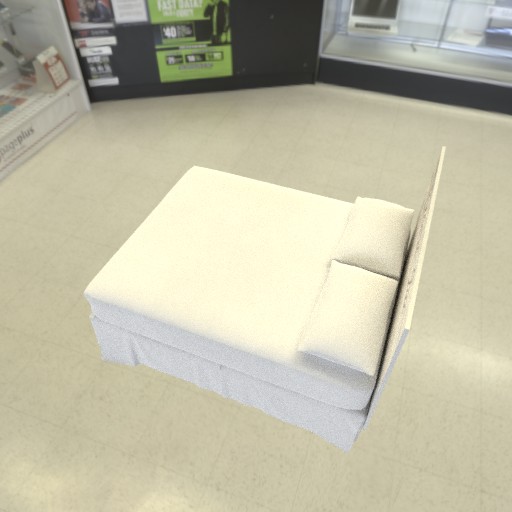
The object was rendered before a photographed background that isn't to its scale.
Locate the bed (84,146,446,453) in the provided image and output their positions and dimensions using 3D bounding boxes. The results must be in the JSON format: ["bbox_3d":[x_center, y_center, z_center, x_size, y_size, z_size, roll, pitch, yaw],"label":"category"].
[{"bbox_3d":[0.000,0.000,3.216,2.094,1.335,1.745,16,48,15],"label":"bed"}]
